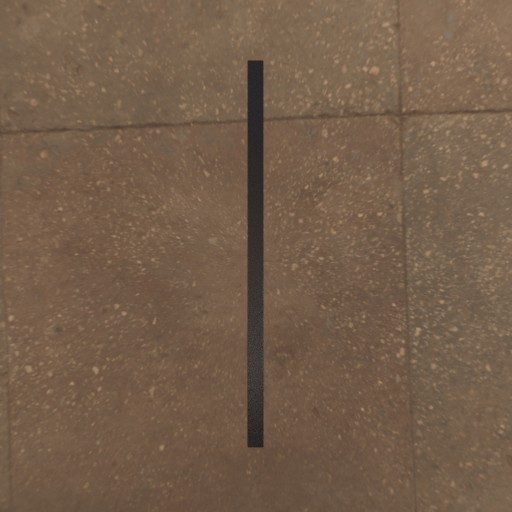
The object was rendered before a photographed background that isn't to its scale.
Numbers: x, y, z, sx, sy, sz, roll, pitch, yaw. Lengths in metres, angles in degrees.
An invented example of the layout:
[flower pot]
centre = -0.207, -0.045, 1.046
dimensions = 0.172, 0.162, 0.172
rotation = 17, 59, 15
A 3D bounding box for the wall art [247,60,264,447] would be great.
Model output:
[wall art]
centre = 0.000, 0.000, 0.856
dimensions = 0.019, 0.656, 0.462
rotation = 0, 89, 0
